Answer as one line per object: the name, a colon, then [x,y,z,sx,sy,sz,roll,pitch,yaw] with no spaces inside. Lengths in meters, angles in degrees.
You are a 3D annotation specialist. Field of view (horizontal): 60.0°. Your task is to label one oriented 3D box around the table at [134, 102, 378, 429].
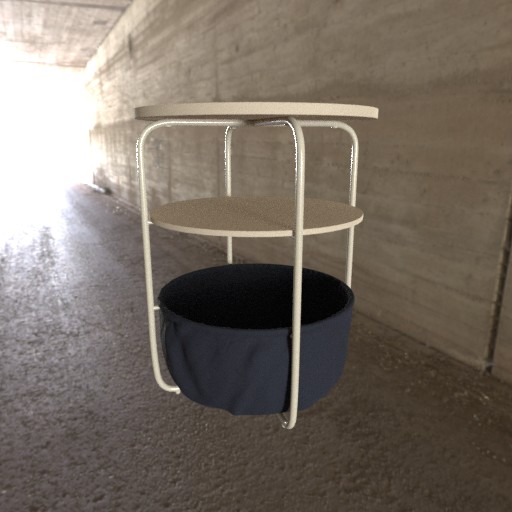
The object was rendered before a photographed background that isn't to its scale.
table: [0.000,0.000,0.853,0.418,0.532,0.418,8,17,26]
